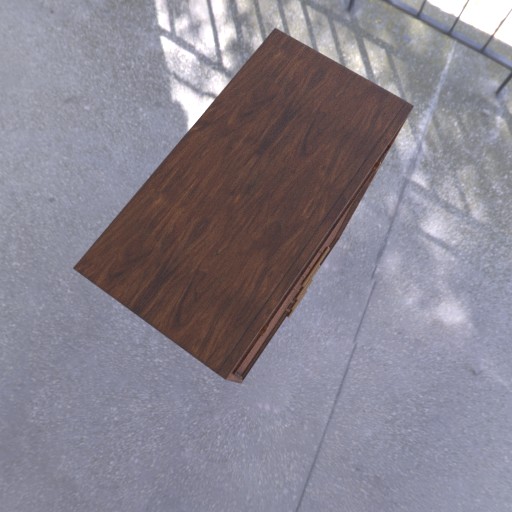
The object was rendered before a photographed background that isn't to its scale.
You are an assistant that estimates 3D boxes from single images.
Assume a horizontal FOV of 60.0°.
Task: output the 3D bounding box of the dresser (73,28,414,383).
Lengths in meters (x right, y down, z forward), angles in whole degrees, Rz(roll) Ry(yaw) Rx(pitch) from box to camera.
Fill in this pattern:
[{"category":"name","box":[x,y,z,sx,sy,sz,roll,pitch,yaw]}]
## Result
[{"category":"dresser","box":[0.000,0.000,1.849,0.498,1.365,0.919,34,76,9]}]
